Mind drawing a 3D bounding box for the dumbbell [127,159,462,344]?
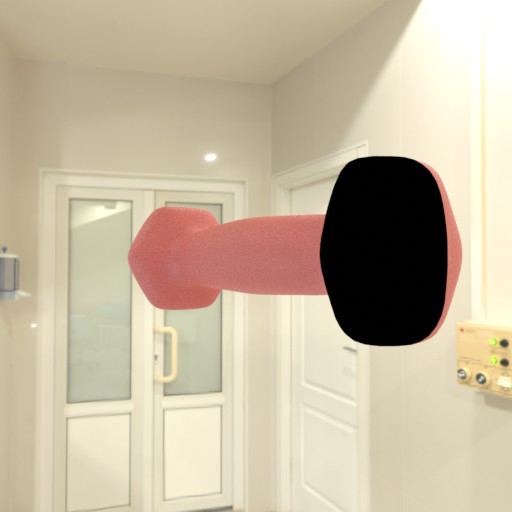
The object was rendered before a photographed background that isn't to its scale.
[{"bbox_3d":[0.000,0.000,0.144,0.047,0.043,0.123,1,-2,-35],"label":"dumbbell"}]
